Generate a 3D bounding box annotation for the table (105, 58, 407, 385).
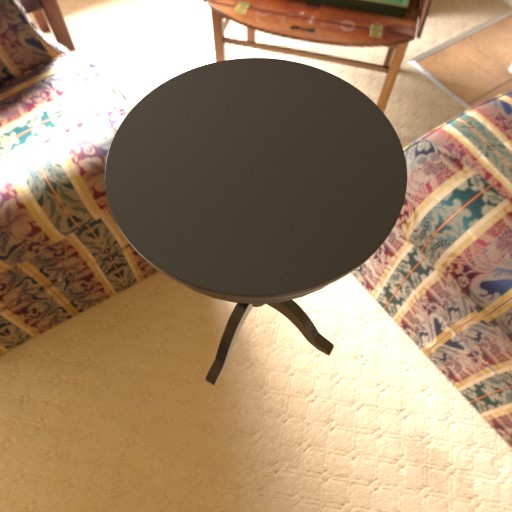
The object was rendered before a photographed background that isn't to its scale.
[{"bbox_3d":[0.000,0.000,0.997,0.481,0.665,0.481,0,62,0],"label":"table"}]
